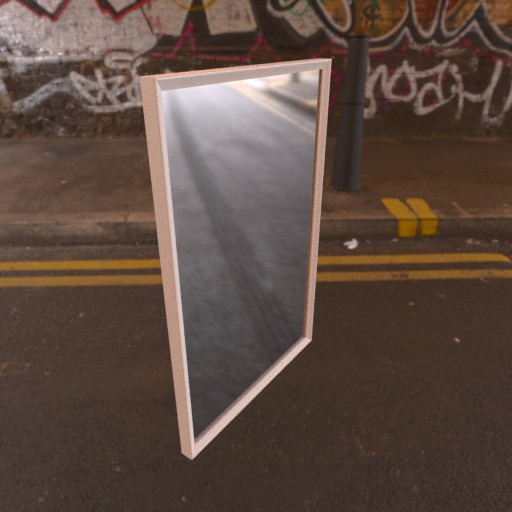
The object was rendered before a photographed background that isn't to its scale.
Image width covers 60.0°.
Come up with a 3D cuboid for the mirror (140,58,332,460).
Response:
[{"bbox_3d":[0.000,0.000,1.156,0.041,0.915,0.609,19,33,32],"label":"mirror"}]
